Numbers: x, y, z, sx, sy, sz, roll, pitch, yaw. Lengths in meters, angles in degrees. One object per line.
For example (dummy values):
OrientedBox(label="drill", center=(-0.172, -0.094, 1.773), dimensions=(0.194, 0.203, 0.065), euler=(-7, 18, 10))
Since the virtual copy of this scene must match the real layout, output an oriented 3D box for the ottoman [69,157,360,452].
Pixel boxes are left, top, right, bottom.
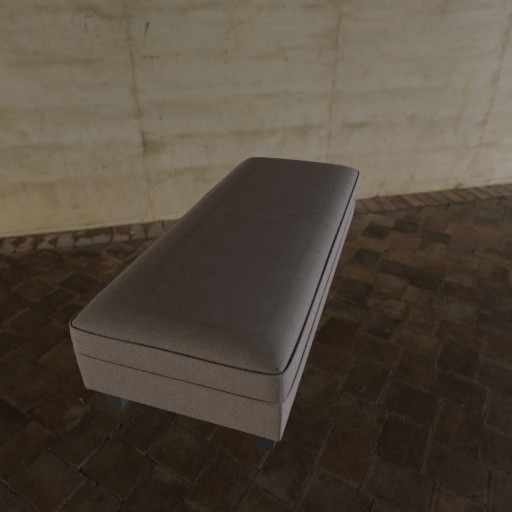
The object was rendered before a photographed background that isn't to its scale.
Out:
OrientedBox(label="ottoman", center=(0.000, 0.000, 2.076), dimensions=(0.751, 0.470, 1.764), euler=(9, 32, 15))
